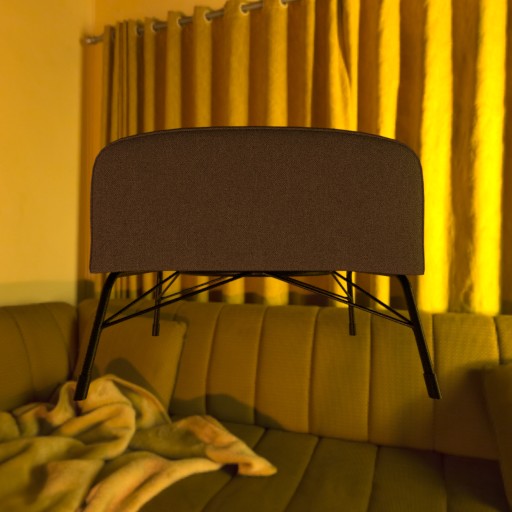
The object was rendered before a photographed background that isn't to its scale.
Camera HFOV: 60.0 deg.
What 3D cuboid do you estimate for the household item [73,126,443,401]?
[{"bbox_3d":[0.000,0.000,0.893,0.530,0.410,0.530,0,0,-1],"label":"household item"}]
